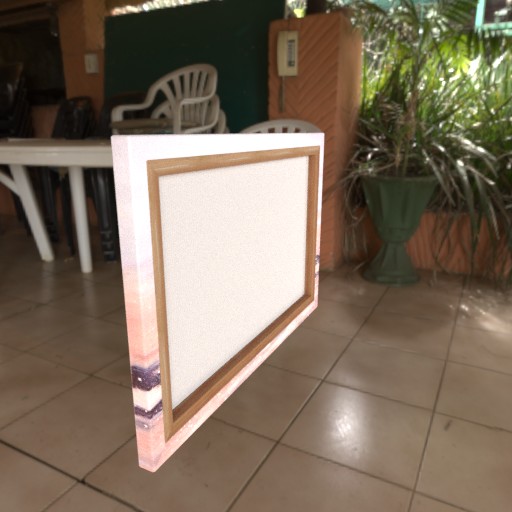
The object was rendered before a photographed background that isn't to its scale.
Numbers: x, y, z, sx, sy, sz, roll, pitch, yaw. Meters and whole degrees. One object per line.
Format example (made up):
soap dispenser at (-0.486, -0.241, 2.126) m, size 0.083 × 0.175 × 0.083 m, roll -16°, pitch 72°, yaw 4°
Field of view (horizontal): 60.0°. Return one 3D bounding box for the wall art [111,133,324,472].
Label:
wall art at (0.000, 0.000, 1.144) m, size 0.038 × 0.609 × 0.913 m, roll 8°, pitch 18°, yaw 26°
